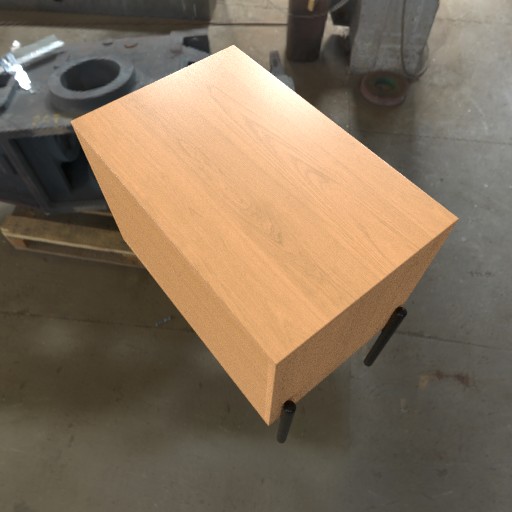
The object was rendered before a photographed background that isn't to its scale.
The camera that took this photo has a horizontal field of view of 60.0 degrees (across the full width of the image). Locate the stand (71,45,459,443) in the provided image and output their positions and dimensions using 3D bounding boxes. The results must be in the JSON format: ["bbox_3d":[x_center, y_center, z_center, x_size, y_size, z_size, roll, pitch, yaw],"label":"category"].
[{"bbox_3d":[0.000,0.000,1.009,0.400,0.600,0.630,-34,64,-19],"label":"stand"}]
